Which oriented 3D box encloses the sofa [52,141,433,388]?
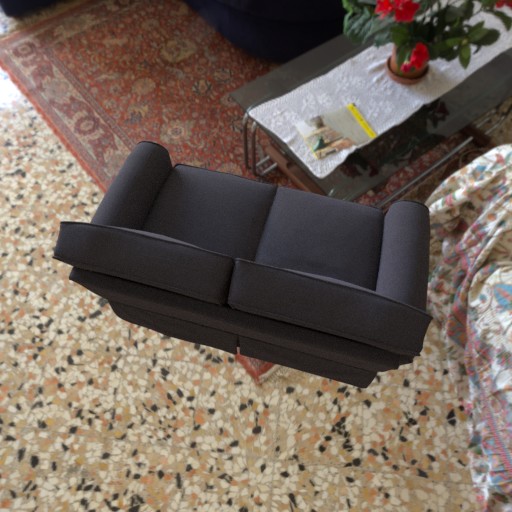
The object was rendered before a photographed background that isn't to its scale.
[{"bbox_3d":[0.000,0.000,2.441,1.801,1.059,0.997,14,64,7],"label":"sofa"}]
